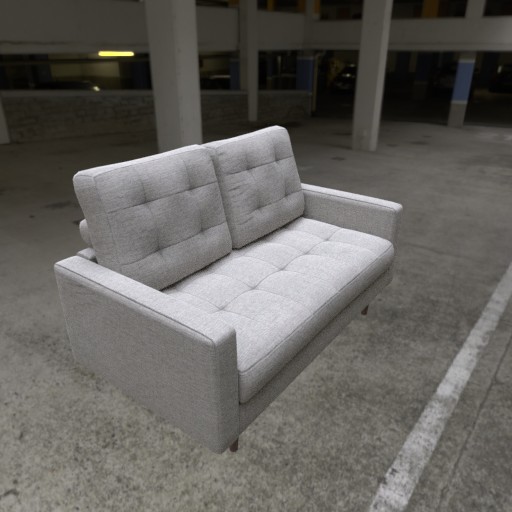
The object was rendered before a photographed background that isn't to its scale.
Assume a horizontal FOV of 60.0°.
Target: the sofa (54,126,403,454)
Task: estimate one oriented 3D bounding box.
[{"bbox_3d":[0.000,0.000,1.930,0.842,0.907,1.407,18,31,33],"label":"sofa"}]
